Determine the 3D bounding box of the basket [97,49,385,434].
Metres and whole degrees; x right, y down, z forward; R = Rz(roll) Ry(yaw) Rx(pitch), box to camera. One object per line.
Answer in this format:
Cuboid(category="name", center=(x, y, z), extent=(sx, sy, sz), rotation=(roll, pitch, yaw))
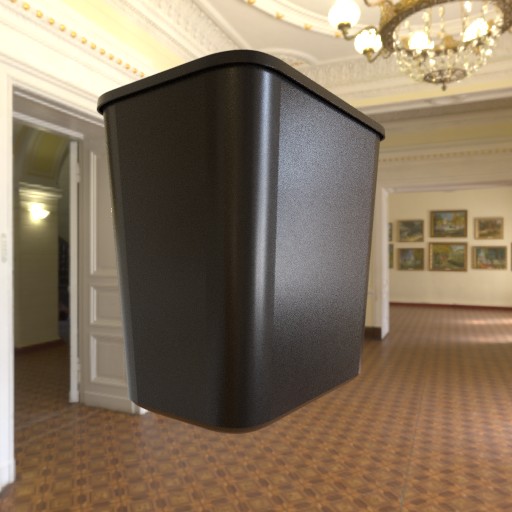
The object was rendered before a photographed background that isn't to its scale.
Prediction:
Cuboid(category="basket", center=(0.000, 0.000, 0.496), extent=(0.211, 0.307, 0.300), rotation=(0, 0, 36))
